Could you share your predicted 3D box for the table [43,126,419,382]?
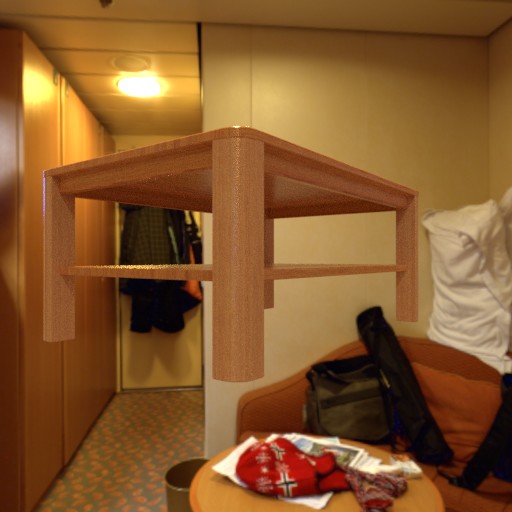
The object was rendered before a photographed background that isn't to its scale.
[{"bbox_3d":[0.000,0.000,1.357,0.696,0.445,0.997,0,0,37],"label":"table"}]
